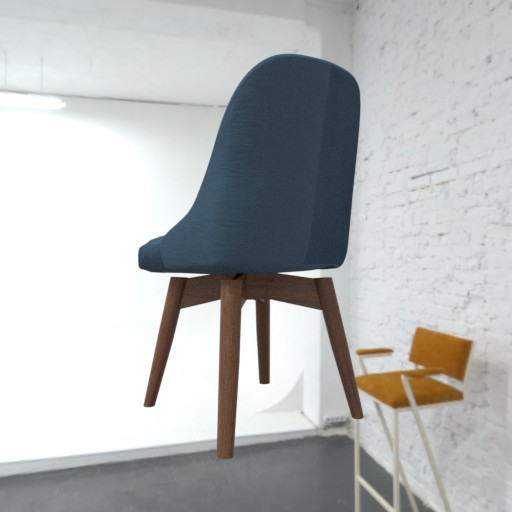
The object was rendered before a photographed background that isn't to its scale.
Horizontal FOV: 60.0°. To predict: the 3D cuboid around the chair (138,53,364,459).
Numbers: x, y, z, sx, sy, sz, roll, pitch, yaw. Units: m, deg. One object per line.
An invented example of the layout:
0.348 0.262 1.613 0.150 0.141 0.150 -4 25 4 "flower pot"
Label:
0.000 0.000 1.245 0.503 0.882 0.589 1 -1 -36 "chair"
